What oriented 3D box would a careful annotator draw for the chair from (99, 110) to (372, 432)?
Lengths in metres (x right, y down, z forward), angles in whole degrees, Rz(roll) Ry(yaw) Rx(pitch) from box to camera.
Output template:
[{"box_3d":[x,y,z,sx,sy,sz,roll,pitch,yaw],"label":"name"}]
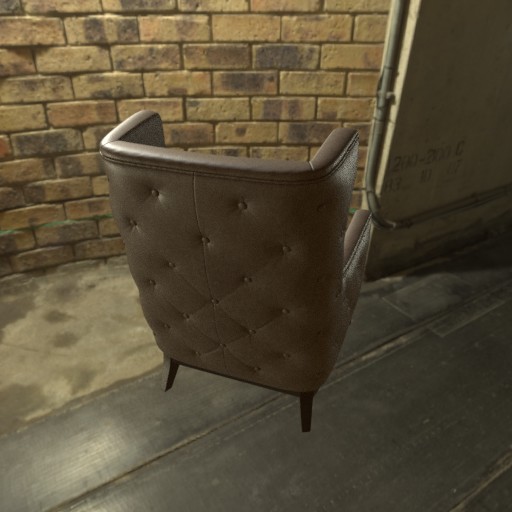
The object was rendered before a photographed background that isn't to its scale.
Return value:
[{"box_3d":[0.000,0.000,1.673,0.769,1.079,0.899,10,32,17],"label":"chair"}]
